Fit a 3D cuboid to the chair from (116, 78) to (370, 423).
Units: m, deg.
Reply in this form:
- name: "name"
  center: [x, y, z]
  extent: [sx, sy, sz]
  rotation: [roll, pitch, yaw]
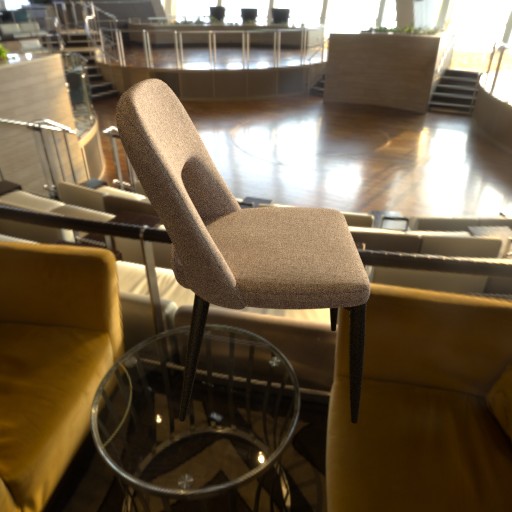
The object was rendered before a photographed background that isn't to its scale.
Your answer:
- name: "chair"
  center: [0.000, 0.000, 1.273]
  extent: [0.612, 0.931, 0.470]
  rotation: [0, 31, 0]
